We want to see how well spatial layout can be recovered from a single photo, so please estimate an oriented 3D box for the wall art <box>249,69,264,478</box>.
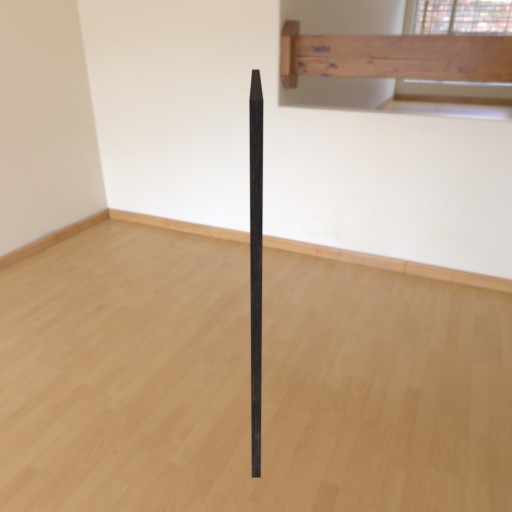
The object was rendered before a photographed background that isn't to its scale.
[{"bbox_3d":[0.000,0.000,1.441,0.029,1.066,0.812,0,27,0],"label":"wall art"}]
